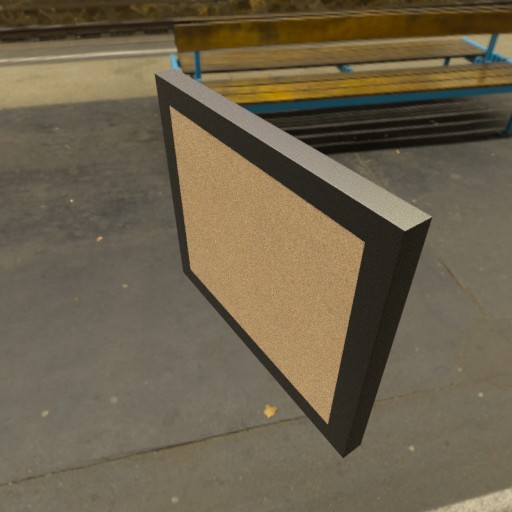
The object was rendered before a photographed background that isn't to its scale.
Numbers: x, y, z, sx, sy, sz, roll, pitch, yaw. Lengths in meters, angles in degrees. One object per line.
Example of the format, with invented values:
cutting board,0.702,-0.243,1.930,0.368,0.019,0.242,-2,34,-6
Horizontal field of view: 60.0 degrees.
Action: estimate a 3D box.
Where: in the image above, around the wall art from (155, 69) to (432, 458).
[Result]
wall art,0.000,0.000,0.520,0.028,0.321,0.381,-25,46,-26
